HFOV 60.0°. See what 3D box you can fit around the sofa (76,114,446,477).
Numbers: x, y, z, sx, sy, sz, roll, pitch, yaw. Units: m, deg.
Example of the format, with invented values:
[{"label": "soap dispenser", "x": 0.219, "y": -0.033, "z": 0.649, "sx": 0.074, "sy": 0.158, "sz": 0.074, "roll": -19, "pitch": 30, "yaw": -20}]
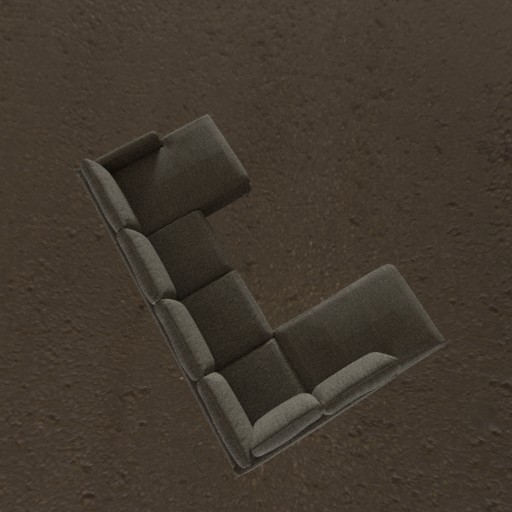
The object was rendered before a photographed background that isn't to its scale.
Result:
[{"label": "sofa", "x": 0.000, "y": 0.000, "z": 3.628, "sx": 1.879, "sy": 0.756, "sz": 2.737, "roll": -30, "pitch": 77, "yaw": -8}]
